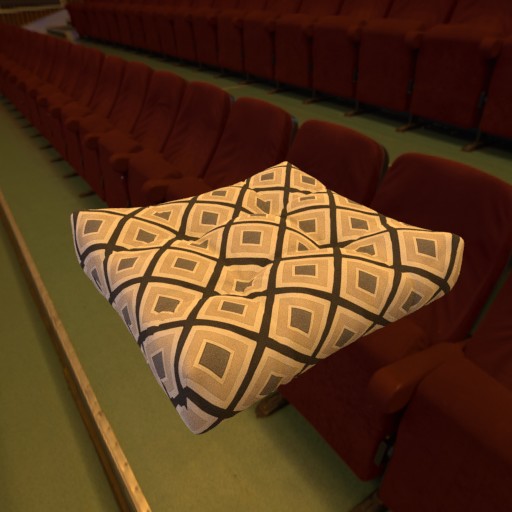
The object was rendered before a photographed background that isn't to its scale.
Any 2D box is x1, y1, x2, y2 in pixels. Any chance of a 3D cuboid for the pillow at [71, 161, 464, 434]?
[{"bbox_3d":[0.000,0.000,0.740,0.490,0.128,0.468,-20,37,-29],"label":"pillow"}]
